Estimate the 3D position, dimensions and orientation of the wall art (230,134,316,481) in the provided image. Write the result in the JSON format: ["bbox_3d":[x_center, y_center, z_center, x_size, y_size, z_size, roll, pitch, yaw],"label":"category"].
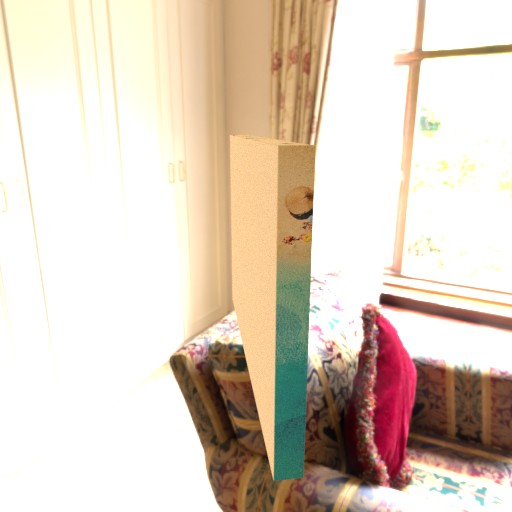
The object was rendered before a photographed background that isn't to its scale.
[{"bbox_3d":[0.000,0.000,0.786,0.039,0.406,0.609,-2,16,-7],"label":"wall art"}]
